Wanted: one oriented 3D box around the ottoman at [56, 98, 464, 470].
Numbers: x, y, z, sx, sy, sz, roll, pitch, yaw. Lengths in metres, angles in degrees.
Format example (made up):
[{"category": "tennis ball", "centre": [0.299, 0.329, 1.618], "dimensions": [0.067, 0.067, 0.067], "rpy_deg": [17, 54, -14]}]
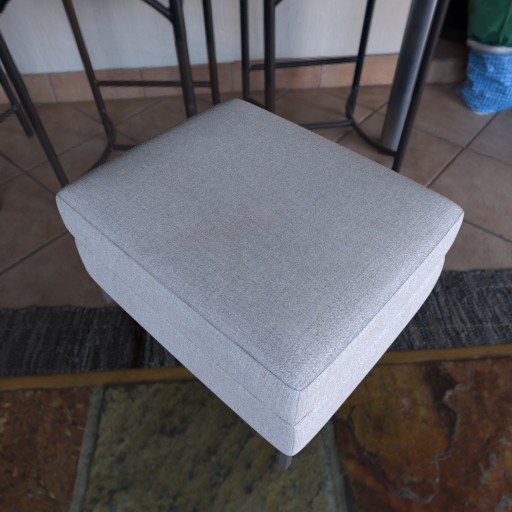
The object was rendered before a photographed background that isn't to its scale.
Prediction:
[{"category": "ottoman", "centre": [0.000, 0.000, 1.223], "dimensions": [0.820, 0.490, 0.671], "rpy_deg": [34, 57, 27]}]
